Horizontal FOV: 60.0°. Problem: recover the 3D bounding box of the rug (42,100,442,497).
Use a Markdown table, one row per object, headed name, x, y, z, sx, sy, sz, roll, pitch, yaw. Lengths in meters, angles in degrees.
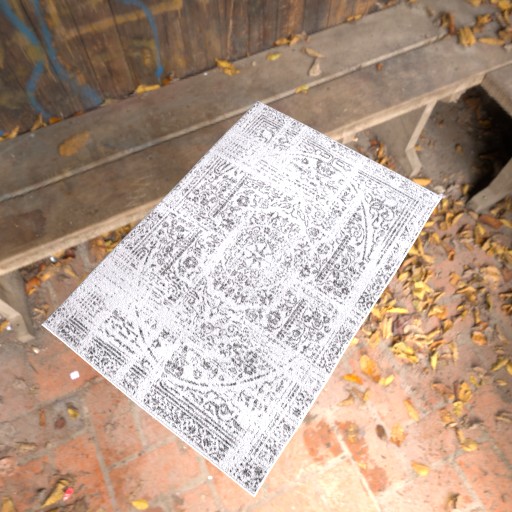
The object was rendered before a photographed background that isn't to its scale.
| name | x | y | z | sx | sy | sz | roll | pitch | yaw |
| --- | --- | --- | --- | --- | --- | --- | --- | --- | --- |
| rug | 0.000 | 0.000 | 3.093 | 1.706 | 0.026 | 2.438 | 32 | 68 | 15 |
